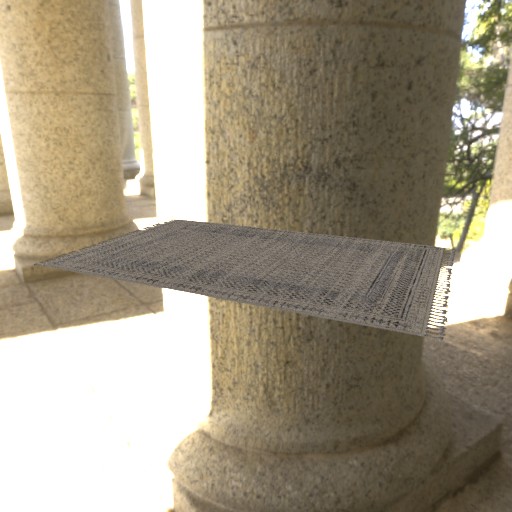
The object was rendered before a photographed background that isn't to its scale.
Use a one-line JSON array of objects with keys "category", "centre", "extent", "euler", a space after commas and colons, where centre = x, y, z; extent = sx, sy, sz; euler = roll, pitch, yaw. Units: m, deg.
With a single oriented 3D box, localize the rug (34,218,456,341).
[{"category": "rug", "centre": [0.000, 0.000, 3.030], "extent": [2.486, 0.013, 1.548], "euler": [8, 19, 24]}]
